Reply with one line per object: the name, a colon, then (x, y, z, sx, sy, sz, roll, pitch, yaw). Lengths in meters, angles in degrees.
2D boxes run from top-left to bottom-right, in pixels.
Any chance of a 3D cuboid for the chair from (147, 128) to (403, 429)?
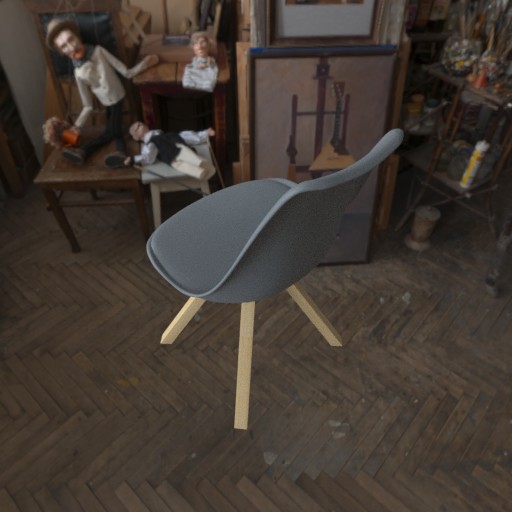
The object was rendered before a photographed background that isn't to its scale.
chair: (0.000, 0.000, 1.154, 0.485, 0.850, 0.549, -33, 54, -28)
